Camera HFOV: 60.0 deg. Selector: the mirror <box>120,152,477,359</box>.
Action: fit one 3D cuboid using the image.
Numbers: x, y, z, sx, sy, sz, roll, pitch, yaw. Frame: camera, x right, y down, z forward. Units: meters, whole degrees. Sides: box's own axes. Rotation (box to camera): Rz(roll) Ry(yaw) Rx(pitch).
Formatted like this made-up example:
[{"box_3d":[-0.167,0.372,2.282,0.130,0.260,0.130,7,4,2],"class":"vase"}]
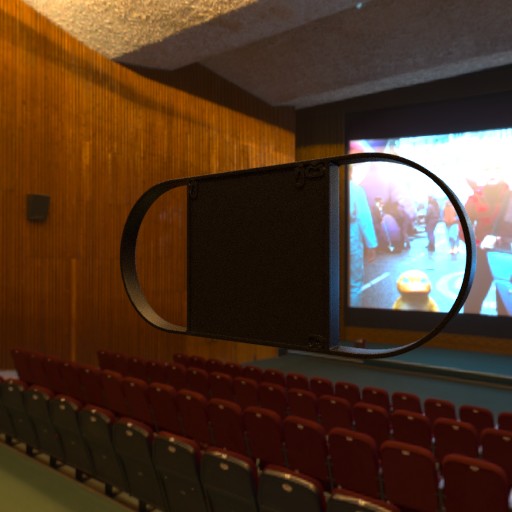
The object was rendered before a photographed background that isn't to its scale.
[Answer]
[{"box_3d":[0.000,0.000,0.653,0.584,0.254,0.032,0,0,35],"class":"mirror"}]
